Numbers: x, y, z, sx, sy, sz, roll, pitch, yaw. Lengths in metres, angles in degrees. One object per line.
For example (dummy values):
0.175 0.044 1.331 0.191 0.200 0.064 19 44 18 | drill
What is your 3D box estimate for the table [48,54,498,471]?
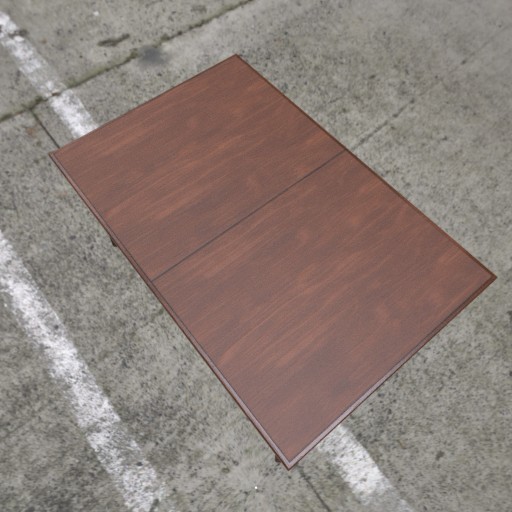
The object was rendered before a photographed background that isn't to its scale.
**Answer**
0.000 0.000 2.043 0.990 0.761 1.524 -36 68 -17 | table
